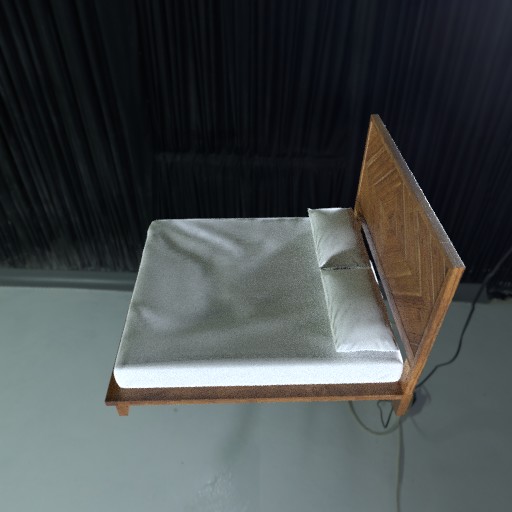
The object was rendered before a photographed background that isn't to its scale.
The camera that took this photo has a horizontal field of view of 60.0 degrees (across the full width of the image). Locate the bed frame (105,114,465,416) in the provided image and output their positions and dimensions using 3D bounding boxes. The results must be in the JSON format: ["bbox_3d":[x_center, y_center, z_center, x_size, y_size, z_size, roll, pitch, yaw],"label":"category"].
[{"bbox_3d":[0.000,0.000,3.667,2.235,1.537,2.038,-1,41,-1],"label":"bed frame"}]
